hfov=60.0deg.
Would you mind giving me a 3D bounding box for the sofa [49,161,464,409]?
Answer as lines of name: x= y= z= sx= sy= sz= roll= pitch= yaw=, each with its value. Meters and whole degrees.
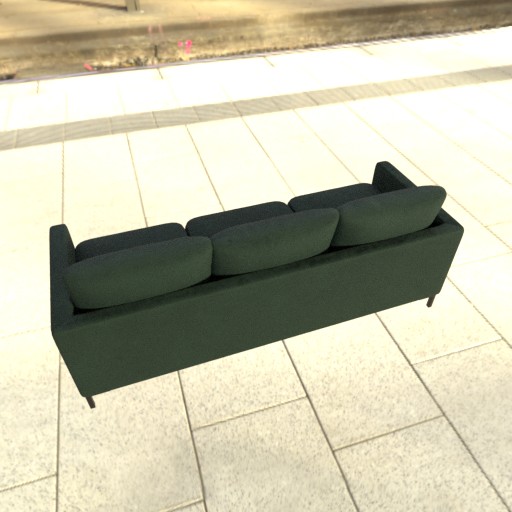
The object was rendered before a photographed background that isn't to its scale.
sofa: x=0.000 y=0.000 z=2.659 sx=2.218 sy=0.870 sz=0.859 roll=-13 pitch=43 yaw=-15
